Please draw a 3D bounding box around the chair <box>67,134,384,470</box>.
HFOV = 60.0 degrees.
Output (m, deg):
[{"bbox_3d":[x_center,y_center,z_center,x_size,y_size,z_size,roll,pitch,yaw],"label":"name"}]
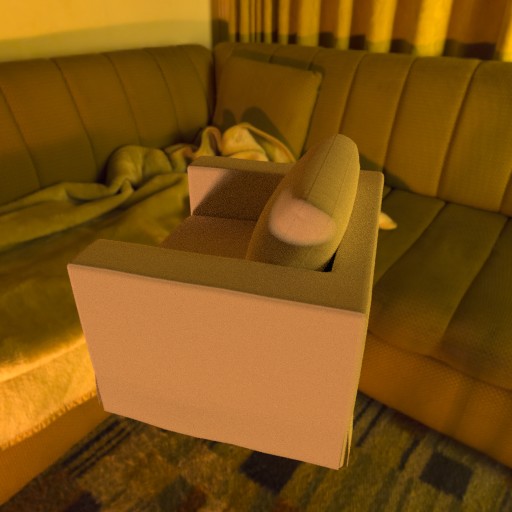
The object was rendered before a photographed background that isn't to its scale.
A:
[{"bbox_3d":[0.000,0.000,1.830,0.957,0.878,1.150,8,32,14],"label":"chair"}]
